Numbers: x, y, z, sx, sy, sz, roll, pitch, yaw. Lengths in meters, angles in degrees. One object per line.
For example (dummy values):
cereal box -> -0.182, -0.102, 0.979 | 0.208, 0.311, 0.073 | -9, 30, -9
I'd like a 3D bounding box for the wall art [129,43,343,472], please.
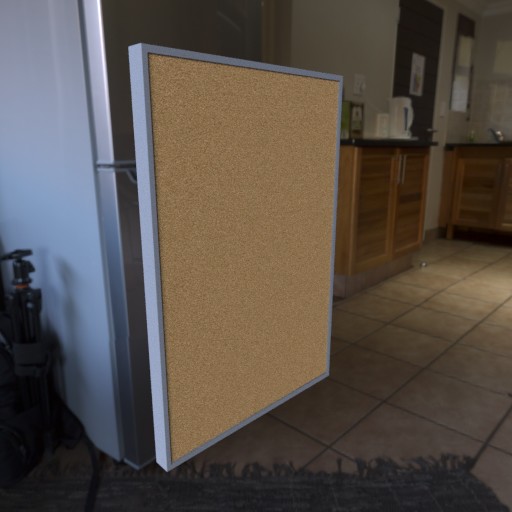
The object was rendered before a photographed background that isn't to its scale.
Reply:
wall art -> 0.000, 0.000, 0.936 | 0.511, 0.753, 0.039 | -14, 20, -42
